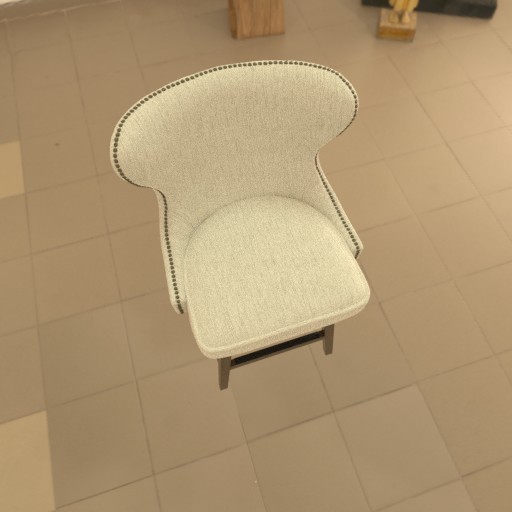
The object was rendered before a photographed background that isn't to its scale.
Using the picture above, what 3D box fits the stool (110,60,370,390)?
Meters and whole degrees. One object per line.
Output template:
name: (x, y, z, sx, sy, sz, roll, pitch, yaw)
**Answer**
stool: (0.000, 0.000, 1.379, 0.615, 0.972, 0.597, -16, 64, -8)
